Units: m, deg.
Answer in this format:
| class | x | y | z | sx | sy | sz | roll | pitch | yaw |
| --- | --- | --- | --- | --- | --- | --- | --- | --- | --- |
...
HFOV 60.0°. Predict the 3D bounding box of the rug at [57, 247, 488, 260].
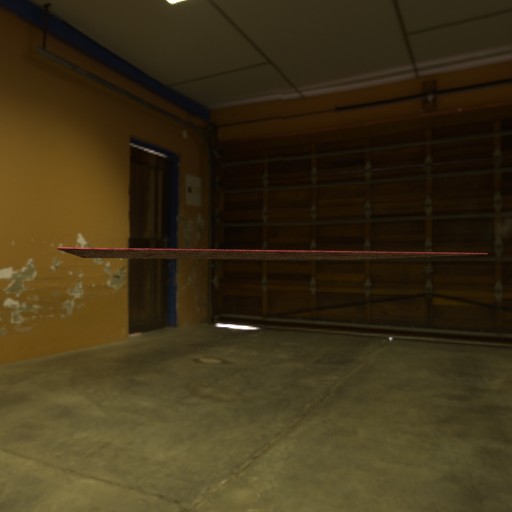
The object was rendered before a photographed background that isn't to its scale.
| class | x | y | z | sx | sy | sz | roll | pitch | yaw |
| --- | --- | --- | --- | --- | --- | --- | --- | --- | --- |
| rug | 0.000 | 0.000 | 2.860 | 2.184 | 0.007 | 1.579 | 1 | -2 | -18 |
